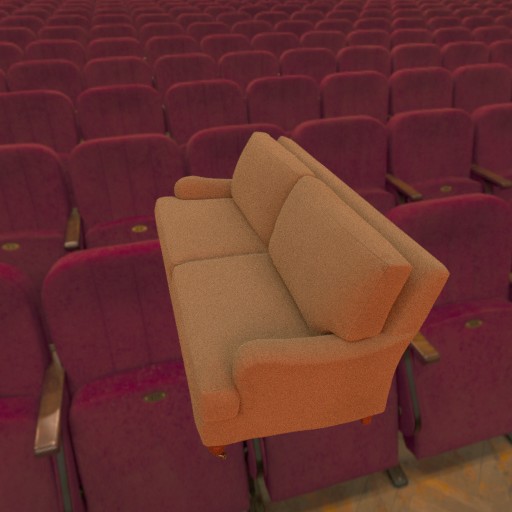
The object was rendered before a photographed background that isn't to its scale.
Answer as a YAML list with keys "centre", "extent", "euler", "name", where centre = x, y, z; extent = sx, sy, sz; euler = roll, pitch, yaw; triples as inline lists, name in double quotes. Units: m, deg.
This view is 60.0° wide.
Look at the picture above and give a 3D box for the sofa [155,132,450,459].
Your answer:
- centre: [0.000, 0.000, 2.700]
  extent: [1.091, 0.997, 2.070]
  euler: [-8, 32, -13]
  name: "sofa"
